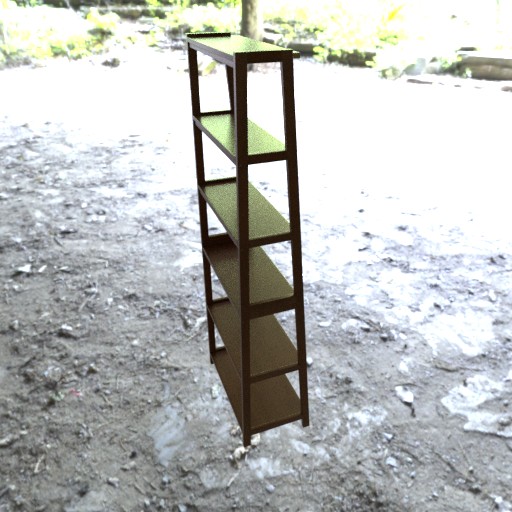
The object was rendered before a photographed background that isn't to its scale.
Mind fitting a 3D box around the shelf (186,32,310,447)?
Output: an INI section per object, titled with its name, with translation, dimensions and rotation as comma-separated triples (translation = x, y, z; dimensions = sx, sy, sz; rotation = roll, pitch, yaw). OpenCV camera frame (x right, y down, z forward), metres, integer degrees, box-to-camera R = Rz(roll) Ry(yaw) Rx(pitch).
[shelf]
translation = 0.000, 0.000, 2.144
dimensions = 0.382, 1.892, 0.660
rotation = -11, 33, -18
